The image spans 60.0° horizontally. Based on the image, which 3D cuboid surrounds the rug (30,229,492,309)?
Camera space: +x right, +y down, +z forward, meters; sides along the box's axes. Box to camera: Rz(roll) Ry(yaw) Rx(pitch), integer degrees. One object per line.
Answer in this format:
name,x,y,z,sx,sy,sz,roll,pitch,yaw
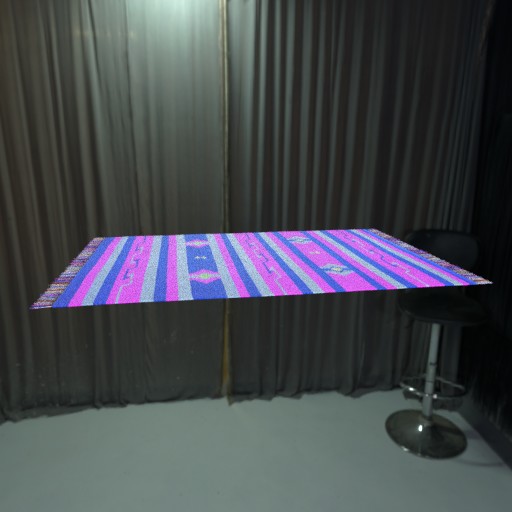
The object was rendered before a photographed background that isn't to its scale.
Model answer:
rug,0.000,0.000,2.920,2.350,0.013,1.539,-2,15,-9
